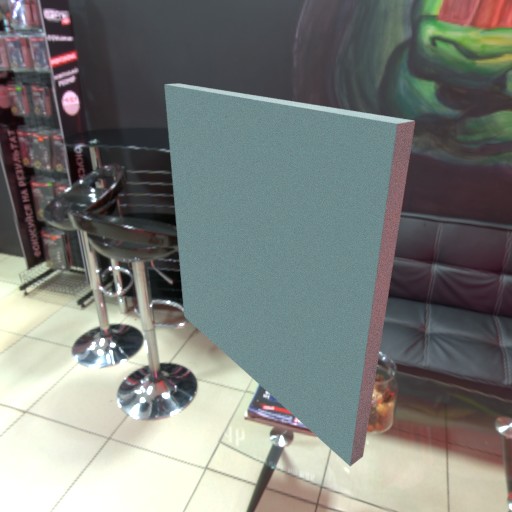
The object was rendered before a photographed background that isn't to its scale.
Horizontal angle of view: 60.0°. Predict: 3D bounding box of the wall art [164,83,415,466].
[{"bbox_3d":[0.000,0.000,0.889,0.036,0.603,0.603,-19,32,-33],"label":"wall art"}]
